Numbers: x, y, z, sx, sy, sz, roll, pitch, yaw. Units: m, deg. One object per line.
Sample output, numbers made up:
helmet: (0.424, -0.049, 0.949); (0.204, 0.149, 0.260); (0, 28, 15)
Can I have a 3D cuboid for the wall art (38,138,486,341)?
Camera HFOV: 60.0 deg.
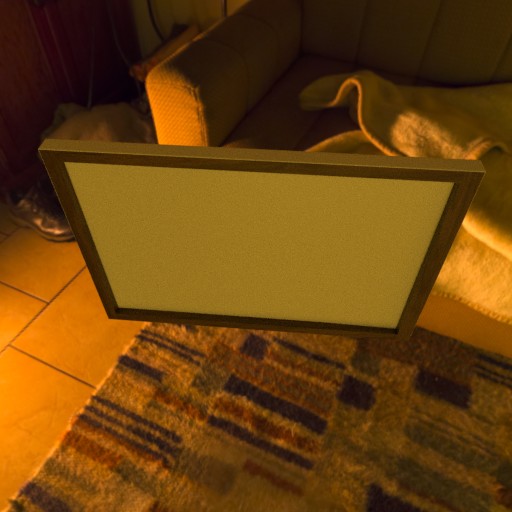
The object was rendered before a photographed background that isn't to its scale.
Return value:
wall art: (0.000, 0.000, 1.416); (1.138, 0.761, 0.051); (4, 47, 3)
